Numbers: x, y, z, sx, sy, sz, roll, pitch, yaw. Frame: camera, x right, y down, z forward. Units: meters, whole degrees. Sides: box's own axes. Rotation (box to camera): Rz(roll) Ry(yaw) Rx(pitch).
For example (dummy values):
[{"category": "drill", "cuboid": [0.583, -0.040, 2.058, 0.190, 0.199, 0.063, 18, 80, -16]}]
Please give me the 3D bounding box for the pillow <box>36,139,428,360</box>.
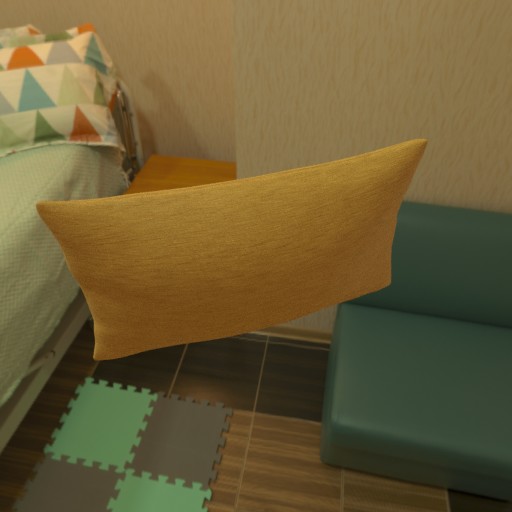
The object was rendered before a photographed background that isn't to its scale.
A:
[{"category": "pillow", "cuboid": [0.000, 0.000, 0.787, 0.634, 0.354, 0.210, -13, 42, -14]}]
